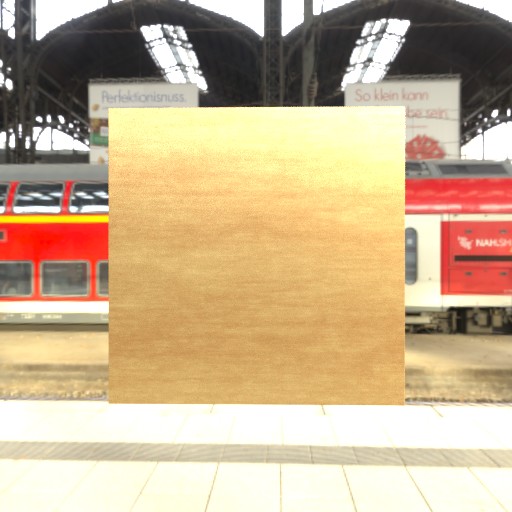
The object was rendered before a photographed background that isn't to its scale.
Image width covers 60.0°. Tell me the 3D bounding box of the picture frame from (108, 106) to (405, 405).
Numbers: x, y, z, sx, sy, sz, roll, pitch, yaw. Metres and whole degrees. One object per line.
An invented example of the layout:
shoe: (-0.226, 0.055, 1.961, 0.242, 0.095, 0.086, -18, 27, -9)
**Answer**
picture frame: (0.000, 0.000, 1.152, 0.758, 0.761, 0.037, 0, 0, 1)
